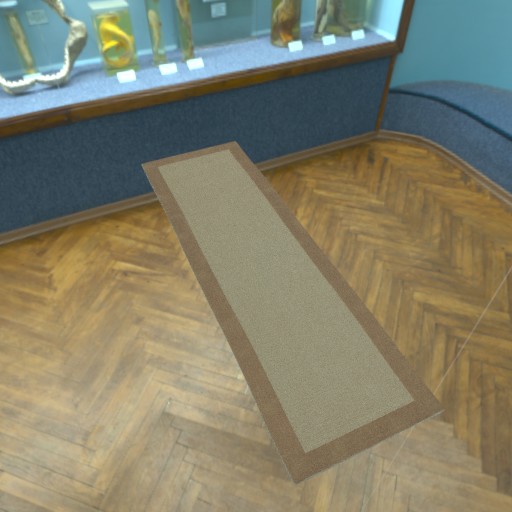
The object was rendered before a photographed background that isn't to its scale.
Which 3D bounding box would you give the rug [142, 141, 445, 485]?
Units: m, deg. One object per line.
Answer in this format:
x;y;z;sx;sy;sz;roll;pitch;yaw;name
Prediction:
0.000;0.000;2.632;0.767;0.012;2.430;-18;49;-17;rug
